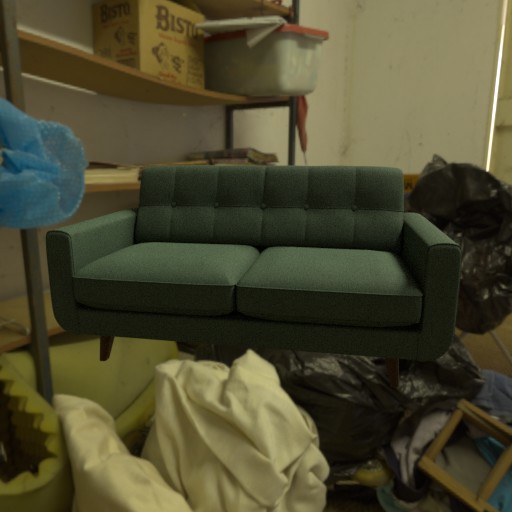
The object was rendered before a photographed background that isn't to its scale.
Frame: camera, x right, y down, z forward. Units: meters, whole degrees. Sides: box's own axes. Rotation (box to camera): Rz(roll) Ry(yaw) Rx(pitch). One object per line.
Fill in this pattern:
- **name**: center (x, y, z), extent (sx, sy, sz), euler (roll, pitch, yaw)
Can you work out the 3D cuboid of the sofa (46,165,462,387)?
- **sofa**: center (0.000, 0.000, 2.125), extent (1.631, 0.841, 0.909), euler (2, 13, 10)
